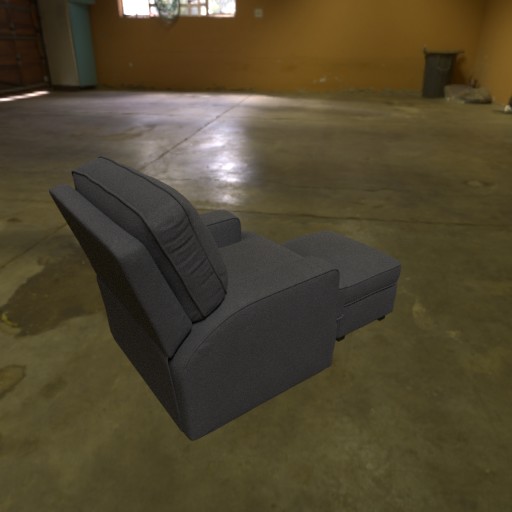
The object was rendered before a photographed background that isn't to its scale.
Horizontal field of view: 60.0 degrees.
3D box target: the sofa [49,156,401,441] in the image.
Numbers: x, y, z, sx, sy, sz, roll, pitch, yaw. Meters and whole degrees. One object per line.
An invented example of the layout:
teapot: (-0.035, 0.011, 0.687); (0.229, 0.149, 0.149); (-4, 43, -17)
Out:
sofa: (0.000, 0.000, 2.005); (1.472, 0.959, 0.861); (-18, 31, -32)
